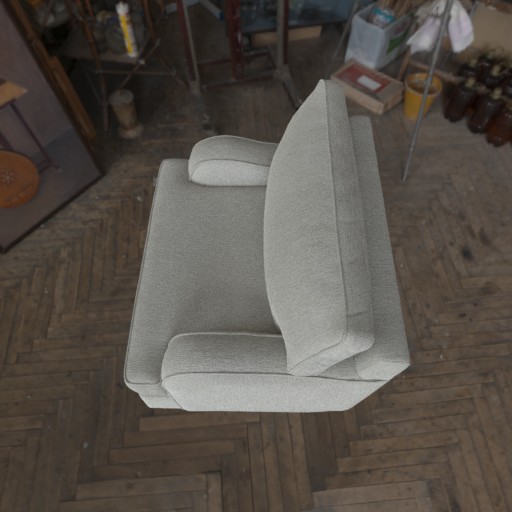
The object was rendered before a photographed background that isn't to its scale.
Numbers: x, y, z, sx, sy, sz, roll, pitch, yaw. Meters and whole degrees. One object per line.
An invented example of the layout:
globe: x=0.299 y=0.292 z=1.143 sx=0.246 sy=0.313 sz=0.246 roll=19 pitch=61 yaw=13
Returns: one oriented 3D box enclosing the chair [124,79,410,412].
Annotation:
chair: x=0.000 y=0.000 z=2.009 sx=1.041 sy=1.016 sz=1.220 roll=1 pitch=59 yaw=1
